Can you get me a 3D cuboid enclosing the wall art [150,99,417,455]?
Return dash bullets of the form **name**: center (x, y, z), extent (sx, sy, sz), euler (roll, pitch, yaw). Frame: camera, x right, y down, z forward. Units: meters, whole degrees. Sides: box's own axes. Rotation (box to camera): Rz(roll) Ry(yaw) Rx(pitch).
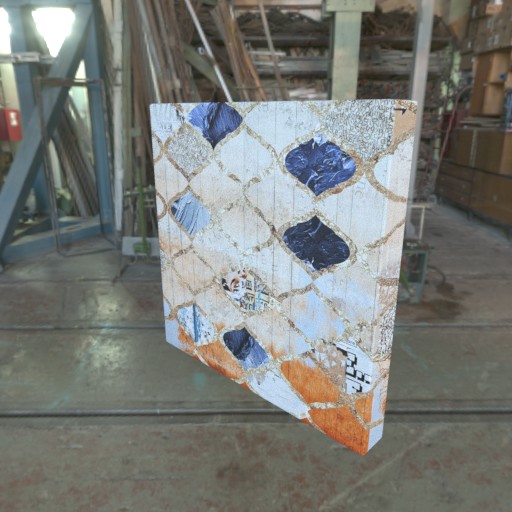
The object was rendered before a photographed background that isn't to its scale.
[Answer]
- **wall art**: center (0.000, 0.000, 0.463), extent (0.303, 0.304, 0.036), euler (17, 24, 41)
